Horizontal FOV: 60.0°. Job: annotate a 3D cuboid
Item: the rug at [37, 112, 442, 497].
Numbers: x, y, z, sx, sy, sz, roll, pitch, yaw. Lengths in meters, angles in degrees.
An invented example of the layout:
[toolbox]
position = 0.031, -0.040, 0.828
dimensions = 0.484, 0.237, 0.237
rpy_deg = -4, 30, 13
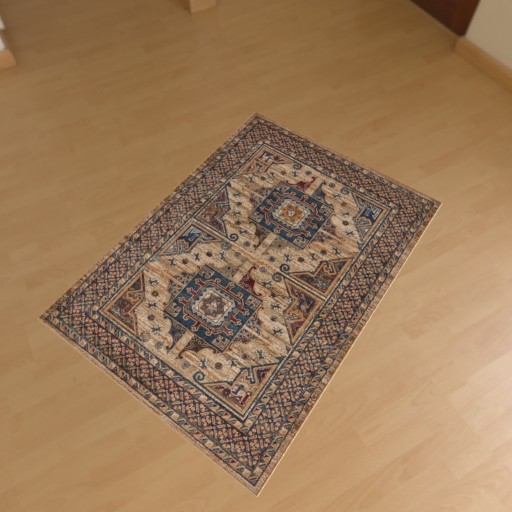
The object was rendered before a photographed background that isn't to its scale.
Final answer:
[rug]
position = 0.000, 0.000, 2.866
dimensions = 1.611, 0.008, 2.227
rpy_deg = 31, 63, 18
